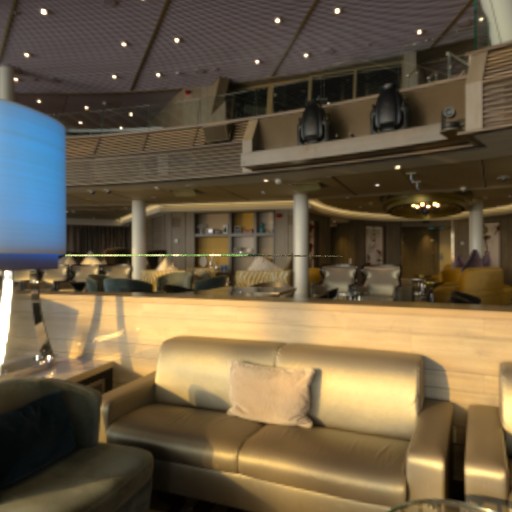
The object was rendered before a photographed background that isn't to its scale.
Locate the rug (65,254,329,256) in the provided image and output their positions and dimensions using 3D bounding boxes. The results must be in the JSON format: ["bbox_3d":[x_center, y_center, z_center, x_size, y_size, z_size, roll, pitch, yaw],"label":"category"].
[{"bbox_3d":[0.000,0.000,2.765,0.761,0.006,2.438,0,0,18],"label":"rug"}]
